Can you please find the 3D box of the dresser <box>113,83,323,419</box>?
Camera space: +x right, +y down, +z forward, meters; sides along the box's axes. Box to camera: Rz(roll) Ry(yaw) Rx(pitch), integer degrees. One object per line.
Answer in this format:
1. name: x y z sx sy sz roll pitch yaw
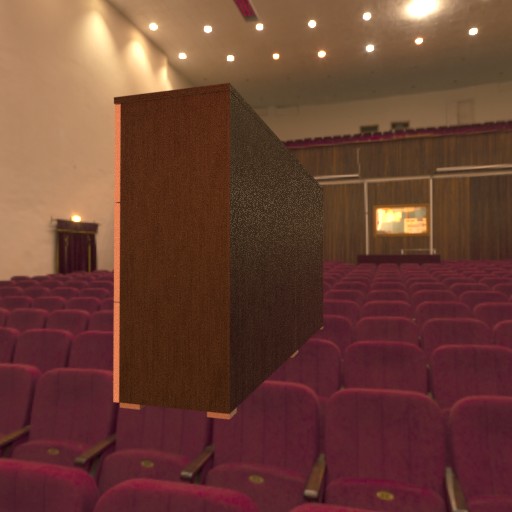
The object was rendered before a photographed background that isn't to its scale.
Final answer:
1. dresser: 0.000 0.000 1.821 0.333 0.790 1.535 0 -1 17
